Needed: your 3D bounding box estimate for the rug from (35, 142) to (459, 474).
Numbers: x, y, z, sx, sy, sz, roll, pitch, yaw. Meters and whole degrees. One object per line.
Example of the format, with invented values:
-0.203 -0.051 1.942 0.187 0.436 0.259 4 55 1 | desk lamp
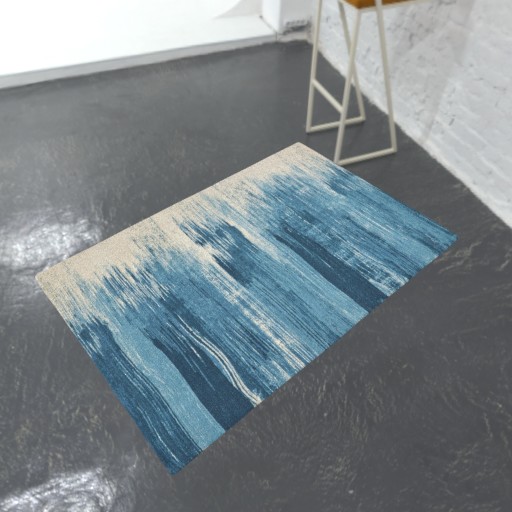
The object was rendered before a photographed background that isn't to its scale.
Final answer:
0.000 0.000 2.276 1.836 0.009 1.232 -32 55 -27 | rug
